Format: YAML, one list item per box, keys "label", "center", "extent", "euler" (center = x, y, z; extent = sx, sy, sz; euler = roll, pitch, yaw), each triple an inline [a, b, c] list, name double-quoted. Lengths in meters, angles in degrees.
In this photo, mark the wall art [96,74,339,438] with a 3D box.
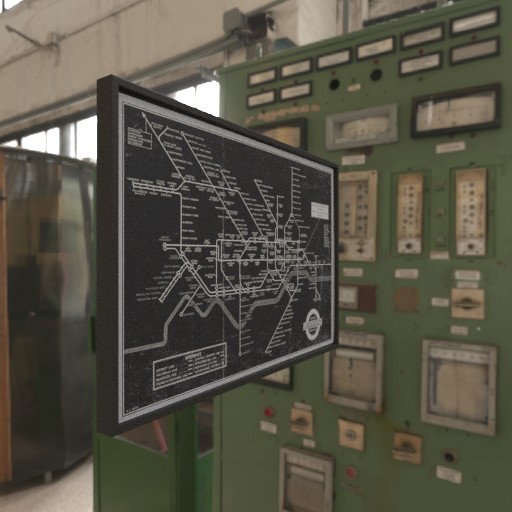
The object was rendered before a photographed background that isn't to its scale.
- label: "wall art"
  center: [0.000, 0.000, 0.554]
  extent: [0.021, 0.301, 0.443]
  euler: [0, 0, 35]
